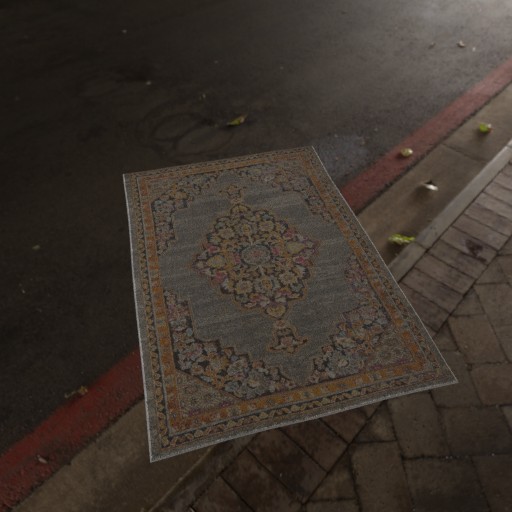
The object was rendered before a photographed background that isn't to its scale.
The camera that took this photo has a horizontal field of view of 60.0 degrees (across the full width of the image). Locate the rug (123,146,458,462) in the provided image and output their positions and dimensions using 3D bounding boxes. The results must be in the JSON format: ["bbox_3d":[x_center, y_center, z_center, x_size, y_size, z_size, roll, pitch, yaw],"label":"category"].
[{"bbox_3d":[0.000,0.000,3.731,2.043,0.026,2.901,-11,48,-10],"label":"rug"}]
